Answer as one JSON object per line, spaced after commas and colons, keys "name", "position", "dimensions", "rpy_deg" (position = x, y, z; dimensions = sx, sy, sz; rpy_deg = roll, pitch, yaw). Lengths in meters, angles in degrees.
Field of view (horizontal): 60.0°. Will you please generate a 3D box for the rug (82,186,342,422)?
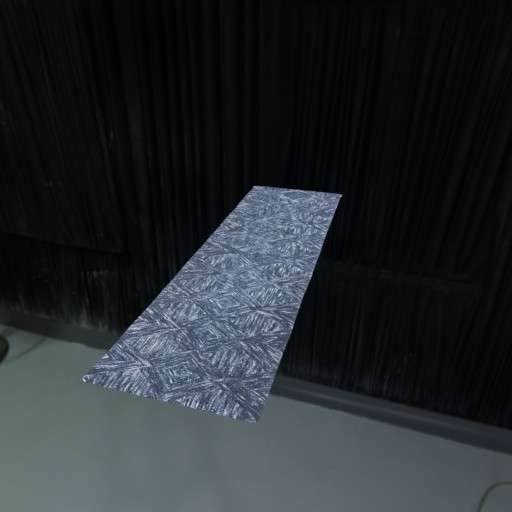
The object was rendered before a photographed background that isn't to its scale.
{"name": "rug", "position": [0.000, 0.000, 2.571], "dimensions": [0.719, 0.013, 2.306], "rpy_deg": [8, 29, 14]}
